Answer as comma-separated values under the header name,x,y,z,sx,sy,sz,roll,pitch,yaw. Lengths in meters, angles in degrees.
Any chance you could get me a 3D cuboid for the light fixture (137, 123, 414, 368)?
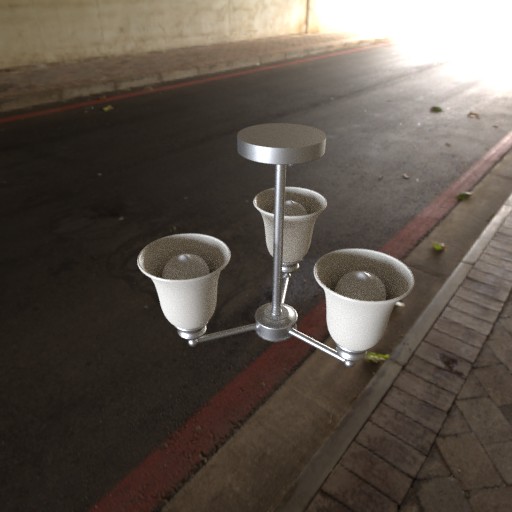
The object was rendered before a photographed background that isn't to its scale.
name,x,y,z,sx,sy,sz,roll,pitch,yaw
light fixture,0.000,0.000,0.687,0.354,0.370,0.388,-10,33,-16
